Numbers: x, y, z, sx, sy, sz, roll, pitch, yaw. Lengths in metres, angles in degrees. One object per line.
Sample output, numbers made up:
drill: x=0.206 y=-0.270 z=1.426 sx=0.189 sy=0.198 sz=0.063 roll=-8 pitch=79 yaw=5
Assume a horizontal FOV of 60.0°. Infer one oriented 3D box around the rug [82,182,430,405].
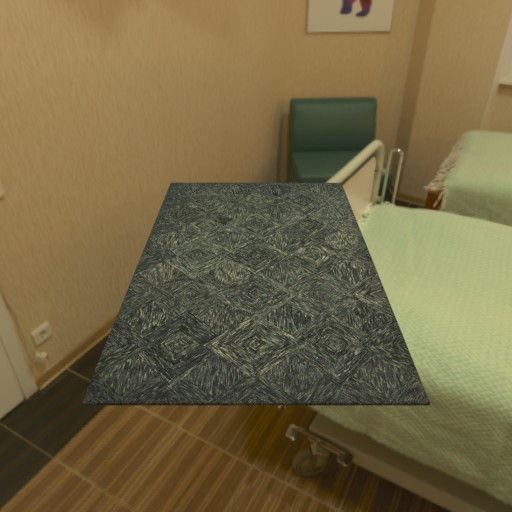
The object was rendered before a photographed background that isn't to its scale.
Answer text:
rug: x=0.000 y=0.000 z=2.855 sx=1.478 sy=0.017 sz=2.330 roll=0 pitch=33 yaw=0
